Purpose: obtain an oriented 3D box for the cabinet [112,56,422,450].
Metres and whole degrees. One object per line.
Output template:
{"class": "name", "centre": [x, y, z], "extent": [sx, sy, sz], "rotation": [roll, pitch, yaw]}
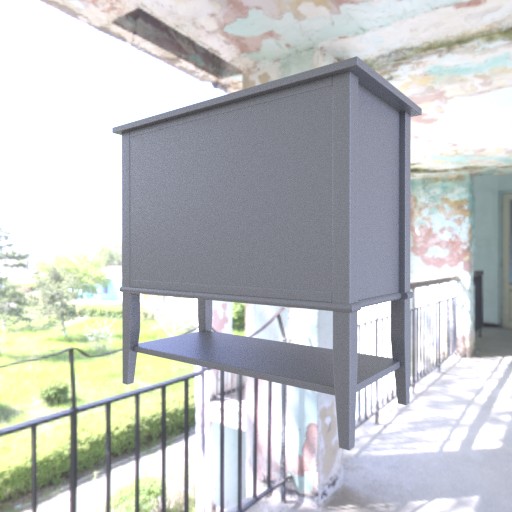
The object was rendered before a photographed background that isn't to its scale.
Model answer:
{"class": "cabinet", "centre": [0.000, 0.000, 1.261], "extent": [0.801, 0.780, 0.396], "rotation": [0, 1, 38]}
